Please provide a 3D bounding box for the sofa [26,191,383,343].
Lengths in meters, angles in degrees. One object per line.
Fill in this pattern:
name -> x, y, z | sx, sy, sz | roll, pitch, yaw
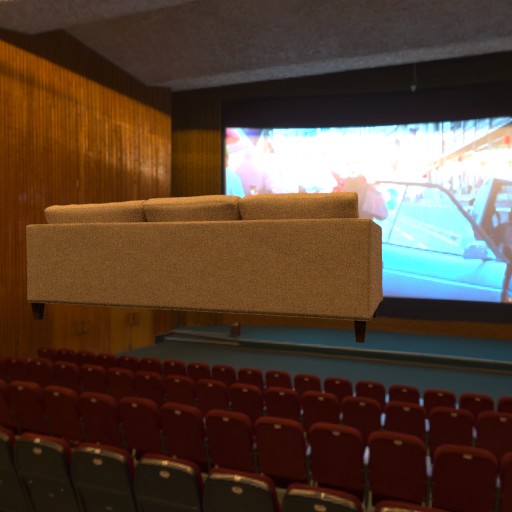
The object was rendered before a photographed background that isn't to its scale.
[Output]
sofa -> 0.000, 0.000, 4.279 | 2.432, 0.863, 3.182 | 1, 2, 19
